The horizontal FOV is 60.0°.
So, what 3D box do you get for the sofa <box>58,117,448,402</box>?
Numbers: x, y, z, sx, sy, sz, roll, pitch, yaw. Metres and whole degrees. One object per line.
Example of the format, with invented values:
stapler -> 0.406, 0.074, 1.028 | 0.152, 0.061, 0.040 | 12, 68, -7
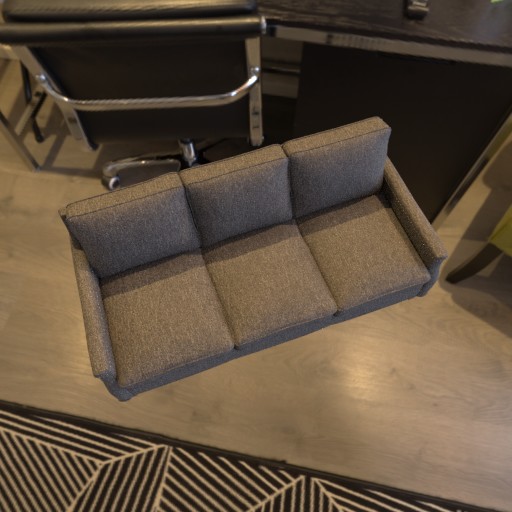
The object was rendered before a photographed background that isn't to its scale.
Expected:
sofa -> 0.000, 0.000, 2.910 | 2.246, 1.003, 1.084 | -18, 65, -8
